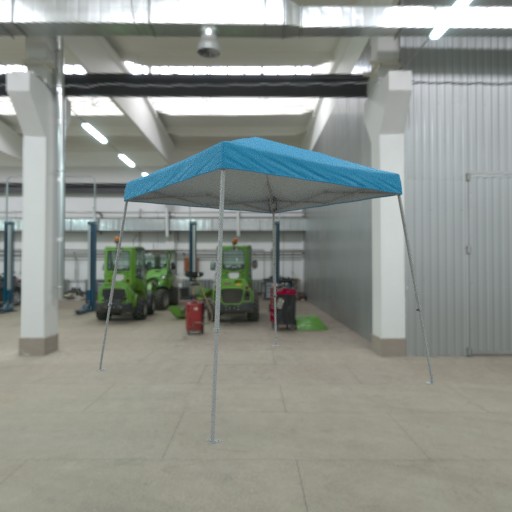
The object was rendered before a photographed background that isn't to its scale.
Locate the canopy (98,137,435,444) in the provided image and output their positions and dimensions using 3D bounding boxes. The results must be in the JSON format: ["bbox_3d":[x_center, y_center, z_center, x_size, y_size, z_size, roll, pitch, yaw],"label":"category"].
[{"bbox_3d":[0.000,0.000,6.670,3.600,3.600,3.599,1,-1,-36],"label":"canopy"}]
